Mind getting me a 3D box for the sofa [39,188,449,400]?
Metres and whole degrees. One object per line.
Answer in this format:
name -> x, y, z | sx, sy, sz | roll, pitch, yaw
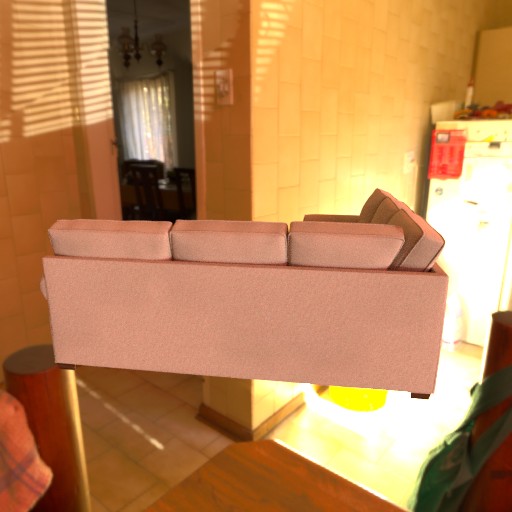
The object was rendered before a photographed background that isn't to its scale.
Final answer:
sofa -> 0.000, 0.000, 3.891 | 2.562, 1.053, 2.487 | 2, 16, 9
